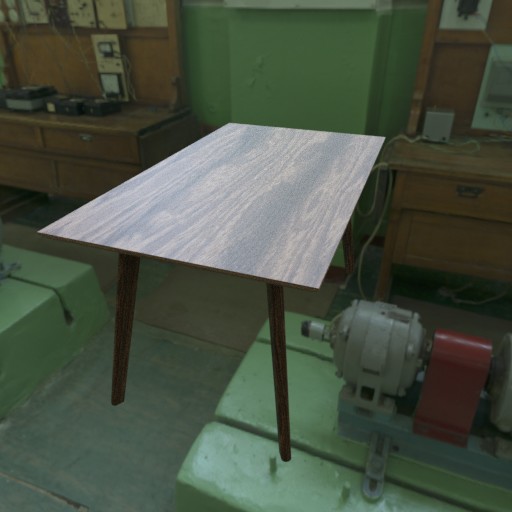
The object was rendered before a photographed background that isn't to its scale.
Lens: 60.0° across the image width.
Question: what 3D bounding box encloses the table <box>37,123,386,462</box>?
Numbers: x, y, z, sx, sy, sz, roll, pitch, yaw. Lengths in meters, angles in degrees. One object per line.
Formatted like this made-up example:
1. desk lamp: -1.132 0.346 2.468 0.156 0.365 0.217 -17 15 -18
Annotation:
1. table: 0.000 0.000 1.842 0.801 0.724 1.349 11 32 18
